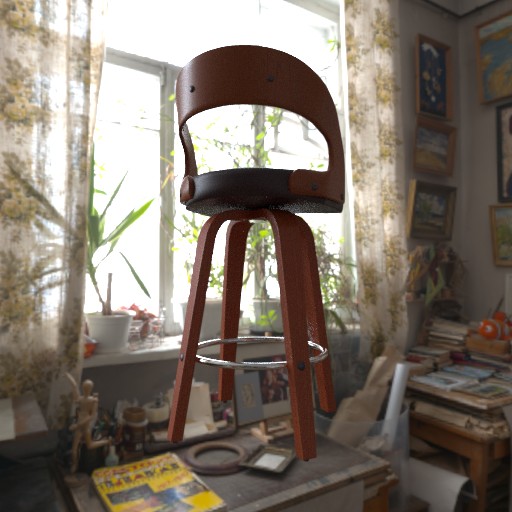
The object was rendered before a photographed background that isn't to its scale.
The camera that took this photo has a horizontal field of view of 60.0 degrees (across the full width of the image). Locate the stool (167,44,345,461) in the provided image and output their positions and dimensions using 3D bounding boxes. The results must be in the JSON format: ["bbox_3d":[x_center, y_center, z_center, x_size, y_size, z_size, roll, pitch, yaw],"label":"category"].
[{"bbox_3d":[0.000,0.000,1.202,0.457,0.940,0.457,0,-1,18],"label":"stool"}]
